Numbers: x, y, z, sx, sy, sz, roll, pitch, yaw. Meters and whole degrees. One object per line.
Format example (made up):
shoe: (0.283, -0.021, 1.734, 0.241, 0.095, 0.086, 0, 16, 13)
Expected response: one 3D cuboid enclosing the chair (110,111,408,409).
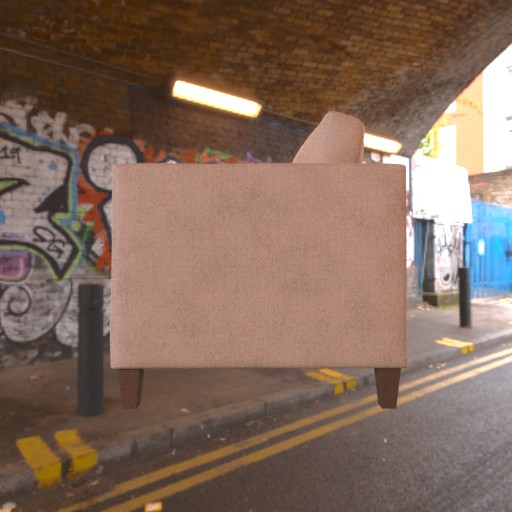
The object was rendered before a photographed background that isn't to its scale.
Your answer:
chair: (0.000, 0.000, 1.908, 0.959, 0.961, 1.133, 0, 0, 0)
